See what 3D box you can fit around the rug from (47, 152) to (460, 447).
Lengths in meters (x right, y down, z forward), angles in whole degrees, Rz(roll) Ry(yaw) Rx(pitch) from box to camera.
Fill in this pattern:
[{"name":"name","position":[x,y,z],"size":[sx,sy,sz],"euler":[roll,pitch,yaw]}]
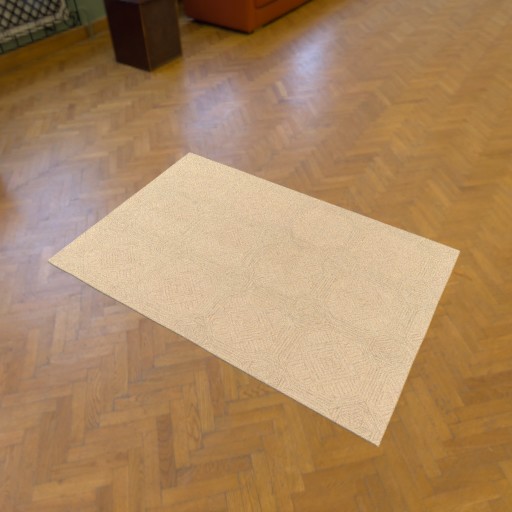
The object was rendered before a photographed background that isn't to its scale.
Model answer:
[{"name":"rug","position":[0.000,0.000,2.366],"size":[1.839,0.009,1.236],"euler":[24,50,22]}]
